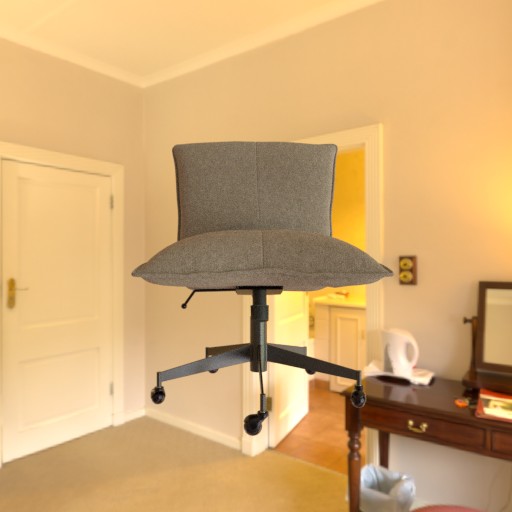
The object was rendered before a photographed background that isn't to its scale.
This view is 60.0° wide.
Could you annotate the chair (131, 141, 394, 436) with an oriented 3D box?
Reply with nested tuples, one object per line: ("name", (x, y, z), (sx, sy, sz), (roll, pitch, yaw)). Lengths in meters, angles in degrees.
("chair", (0.000, 0.000, 1.273), (0.597, 0.811, 0.696), (0, 0, -1))
